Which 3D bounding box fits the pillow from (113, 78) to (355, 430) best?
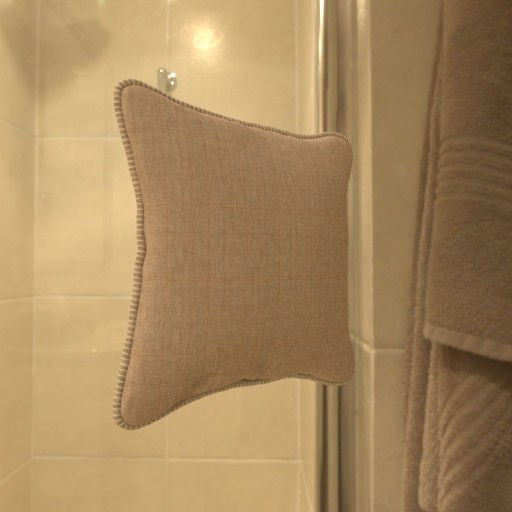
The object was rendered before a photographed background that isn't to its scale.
[{"bbox_3d":[0.000,0.000,0.748,0.485,0.494,0.124,1,-2,-36],"label":"pillow"}]
